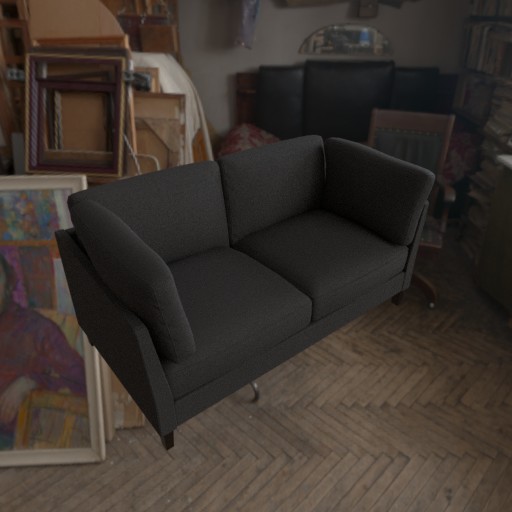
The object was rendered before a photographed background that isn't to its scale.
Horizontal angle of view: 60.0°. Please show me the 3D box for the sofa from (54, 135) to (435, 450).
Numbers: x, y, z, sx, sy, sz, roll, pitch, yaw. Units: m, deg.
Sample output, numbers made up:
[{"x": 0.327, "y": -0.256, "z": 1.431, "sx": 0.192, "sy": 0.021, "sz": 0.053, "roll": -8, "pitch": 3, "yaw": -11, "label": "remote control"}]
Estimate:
[{"x": 0.000, "y": 0.000, "z": 2.364, "sx": 1.751, "sy": 0.920, "sz": 0.969, "roll": -22, "pitch": 37, "yaw": -33, "label": "sofa"}]
